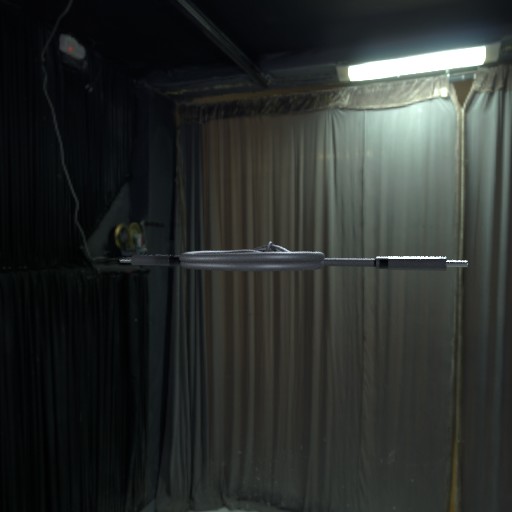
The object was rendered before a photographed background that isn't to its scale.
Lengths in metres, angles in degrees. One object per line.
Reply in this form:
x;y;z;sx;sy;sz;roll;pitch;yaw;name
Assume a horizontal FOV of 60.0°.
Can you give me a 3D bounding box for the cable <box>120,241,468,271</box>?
0.000;0.000;0.209;0.186;0.014;0.070;0;1;19;cable
